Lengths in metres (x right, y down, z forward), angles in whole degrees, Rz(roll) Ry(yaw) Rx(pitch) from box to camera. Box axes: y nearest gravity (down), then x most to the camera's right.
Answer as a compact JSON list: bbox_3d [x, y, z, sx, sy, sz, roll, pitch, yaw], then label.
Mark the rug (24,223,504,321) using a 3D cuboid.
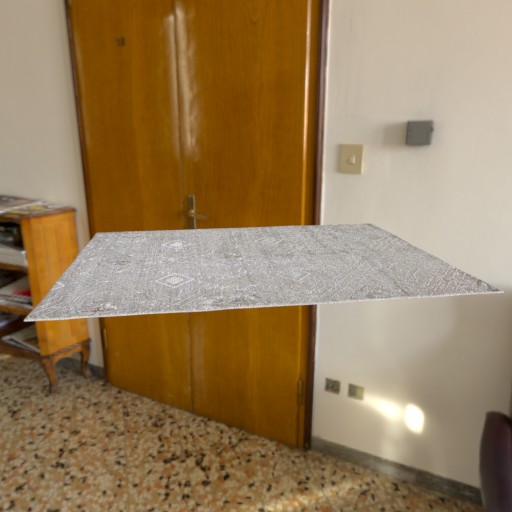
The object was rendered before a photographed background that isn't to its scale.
[{"bbox_3d":[0.000,0.000,4.200,3.359,0.020,2.448,-2,17,-8],"label":"rug"}]
